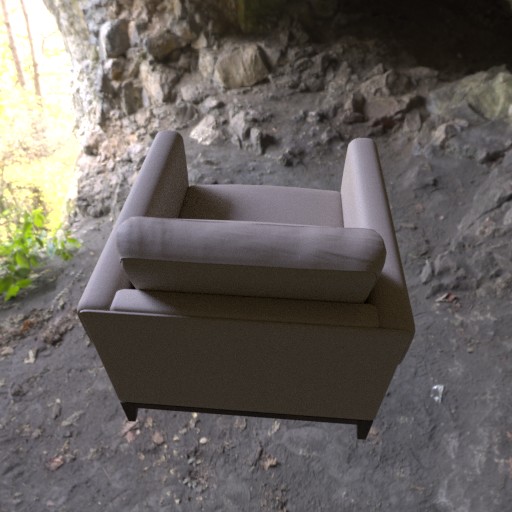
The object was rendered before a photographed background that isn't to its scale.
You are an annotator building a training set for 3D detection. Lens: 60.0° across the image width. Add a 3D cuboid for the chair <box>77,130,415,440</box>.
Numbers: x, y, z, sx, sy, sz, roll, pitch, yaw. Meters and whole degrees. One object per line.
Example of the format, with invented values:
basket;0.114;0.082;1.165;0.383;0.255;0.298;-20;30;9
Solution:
chair;0.000;0.000;1.651;0.914;0.838;0.959;3;45;3
